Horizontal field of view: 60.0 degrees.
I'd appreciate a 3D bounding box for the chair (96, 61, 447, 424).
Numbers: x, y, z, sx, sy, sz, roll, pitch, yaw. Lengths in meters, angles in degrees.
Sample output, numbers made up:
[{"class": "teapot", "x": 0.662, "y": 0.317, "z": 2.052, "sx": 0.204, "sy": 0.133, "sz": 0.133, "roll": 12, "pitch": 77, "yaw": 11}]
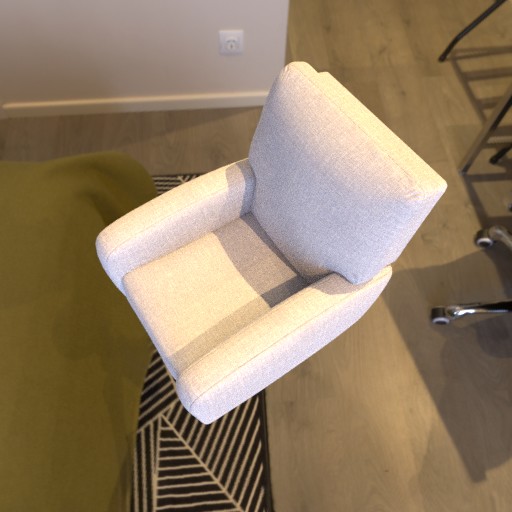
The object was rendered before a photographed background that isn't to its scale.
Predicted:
[{"class": "chair", "x": 0.000, "y": 0.000, "z": 1.657, "sx": 0.990, "sy": 0.990, "sz": 0.762, "roll": -31, "pitch": 67, "yaw": -15}]
